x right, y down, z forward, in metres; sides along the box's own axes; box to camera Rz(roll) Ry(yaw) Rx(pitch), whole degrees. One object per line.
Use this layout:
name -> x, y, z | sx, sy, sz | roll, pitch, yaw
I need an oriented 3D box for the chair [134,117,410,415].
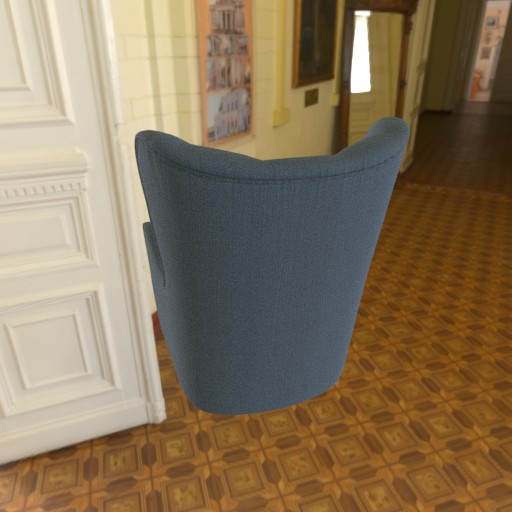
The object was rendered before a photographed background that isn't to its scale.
chair -> 0.000, 0.000, 1.731 | 0.831, 1.079, 0.930 | -8, 27, -16
